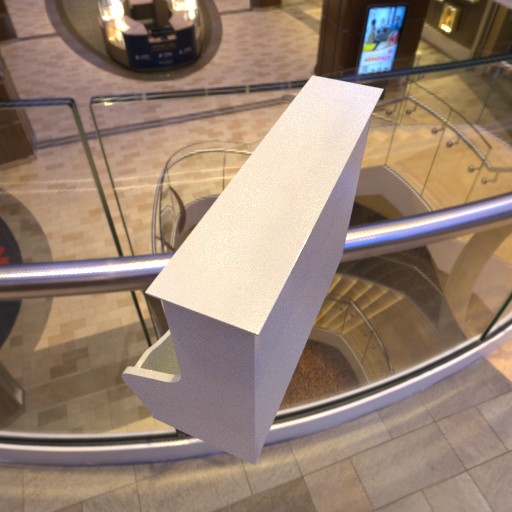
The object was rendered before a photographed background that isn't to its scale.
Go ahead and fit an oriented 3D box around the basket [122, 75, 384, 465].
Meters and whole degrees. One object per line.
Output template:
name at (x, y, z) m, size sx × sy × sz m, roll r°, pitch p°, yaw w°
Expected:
basket at (0.000, 0.000, 1.125) m, size 0.350 × 0.600 × 0.780 m, roll 18°, pitch 50°, yaw 16°
